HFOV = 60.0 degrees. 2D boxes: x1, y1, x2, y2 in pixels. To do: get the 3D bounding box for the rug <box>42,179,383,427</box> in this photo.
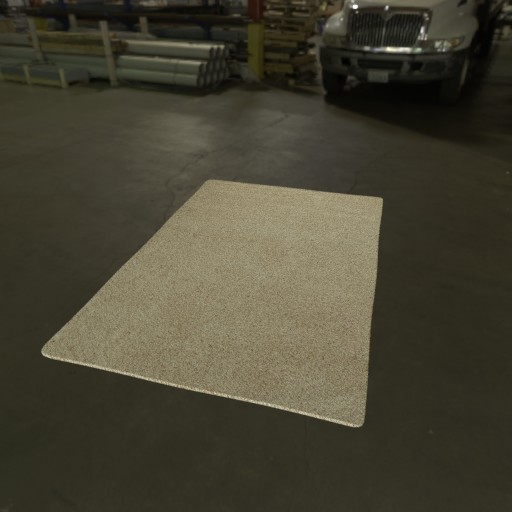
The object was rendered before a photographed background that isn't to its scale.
[{"bbox_3d":[0.000,0.000,3.390,1.801,0.024,2.700,8,33,13],"label":"rug"}]
